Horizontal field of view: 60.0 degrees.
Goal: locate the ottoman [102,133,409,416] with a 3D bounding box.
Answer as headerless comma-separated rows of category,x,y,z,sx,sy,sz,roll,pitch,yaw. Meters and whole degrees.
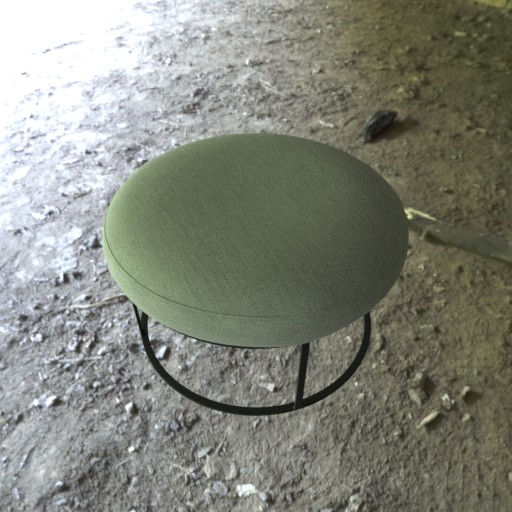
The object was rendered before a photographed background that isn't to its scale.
ottoman,0.000,0.000,1.234,0.769,0.459,0.769,0,42,0
